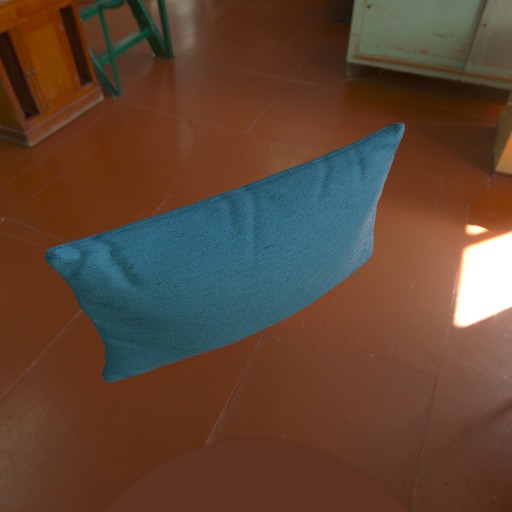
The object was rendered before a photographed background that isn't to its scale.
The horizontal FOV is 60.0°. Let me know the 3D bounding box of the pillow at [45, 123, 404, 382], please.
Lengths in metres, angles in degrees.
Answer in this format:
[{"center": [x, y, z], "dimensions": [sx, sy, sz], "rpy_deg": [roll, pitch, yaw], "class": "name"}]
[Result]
[{"center": [0.000, 0.000, 0.795], "dimensions": [0.633, 0.338, 0.210], "rpy_deg": [-24, 51, -21], "class": "pillow"}]
